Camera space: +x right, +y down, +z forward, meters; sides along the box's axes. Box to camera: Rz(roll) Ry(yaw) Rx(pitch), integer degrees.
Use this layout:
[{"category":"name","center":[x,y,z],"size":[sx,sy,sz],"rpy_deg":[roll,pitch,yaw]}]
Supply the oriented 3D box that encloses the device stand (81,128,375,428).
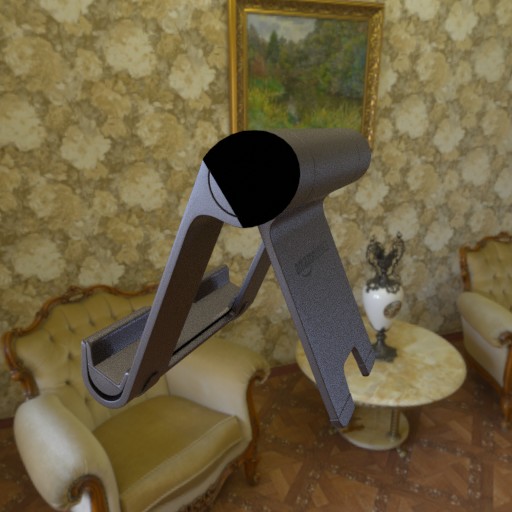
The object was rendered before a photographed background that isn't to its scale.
[{"category":"device stand","center":[0.000,0.000,0.151],"size":[0.079,0.084,0.088],"rpy_deg":[8,18,24]}]
